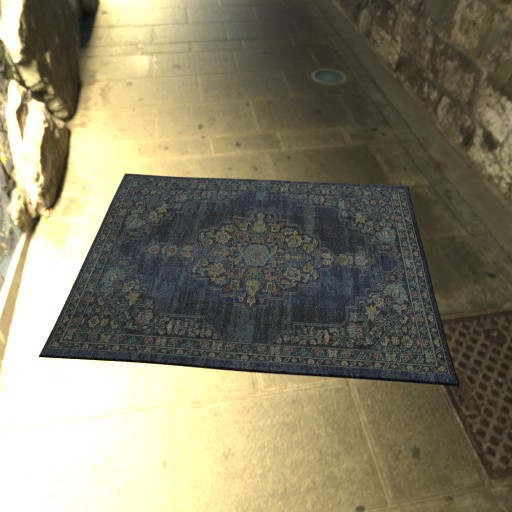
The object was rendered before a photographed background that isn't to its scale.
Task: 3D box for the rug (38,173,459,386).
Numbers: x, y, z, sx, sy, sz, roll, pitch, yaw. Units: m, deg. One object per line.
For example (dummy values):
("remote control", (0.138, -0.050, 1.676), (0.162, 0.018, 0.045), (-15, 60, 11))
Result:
("rug", (0.000, 0.000, 4.699), (3.612, 0.035, 2.716), (3, 46, 3))
